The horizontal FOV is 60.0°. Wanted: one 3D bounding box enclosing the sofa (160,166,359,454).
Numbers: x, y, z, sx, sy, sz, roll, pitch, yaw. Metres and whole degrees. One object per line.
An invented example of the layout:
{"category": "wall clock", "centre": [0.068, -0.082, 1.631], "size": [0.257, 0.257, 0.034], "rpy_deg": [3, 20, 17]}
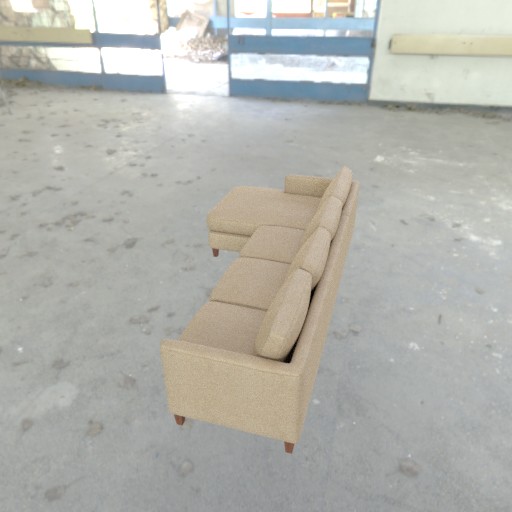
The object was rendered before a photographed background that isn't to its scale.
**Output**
{"category": "sofa", "centre": [0.000, 0.000, 3.965], "size": [1.502, 0.876, 3.201], "rpy_deg": [8, 30, 15]}
